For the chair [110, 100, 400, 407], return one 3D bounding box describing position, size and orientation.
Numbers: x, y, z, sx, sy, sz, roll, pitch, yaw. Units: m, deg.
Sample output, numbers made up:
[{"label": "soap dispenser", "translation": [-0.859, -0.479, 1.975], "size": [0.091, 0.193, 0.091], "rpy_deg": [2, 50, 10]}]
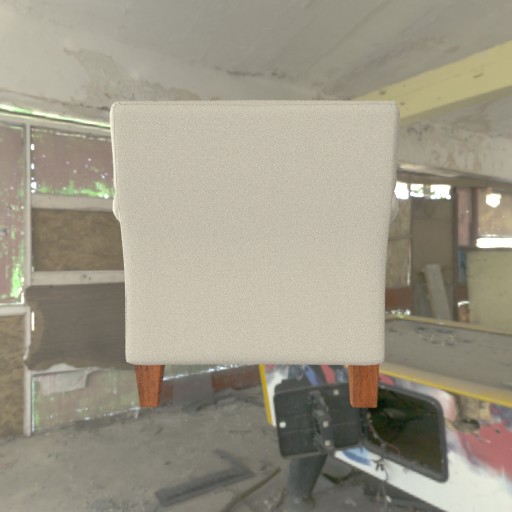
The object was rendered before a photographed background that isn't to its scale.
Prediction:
[{"label": "chair", "translation": [0.000, 0.000, 1.853], "size": [0.955, 1.038, 1.070], "rpy_deg": [0, 0, 0]}]
